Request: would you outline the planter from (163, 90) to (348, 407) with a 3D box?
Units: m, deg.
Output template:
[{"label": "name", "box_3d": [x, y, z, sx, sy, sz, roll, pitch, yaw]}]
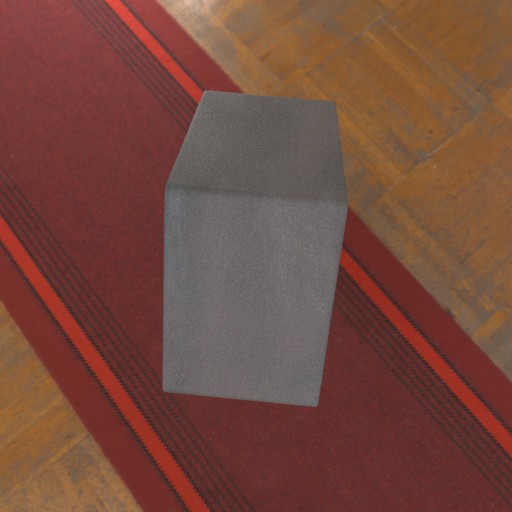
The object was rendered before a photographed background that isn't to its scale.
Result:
[{"label": "planter", "box_3d": [0.000, 0.000, 0.283, 0.077, 0.206, 0.169, 5, 76, 1]}]
